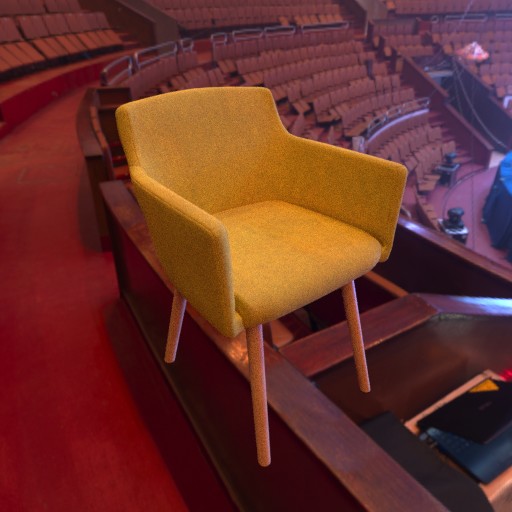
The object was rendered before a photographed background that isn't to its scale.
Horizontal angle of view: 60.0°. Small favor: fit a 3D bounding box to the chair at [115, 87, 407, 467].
[{"bbox_3d":[0.000,0.000,1.173,0.570,0.780,0.570,-22,36,-33],"label":"chair"}]
